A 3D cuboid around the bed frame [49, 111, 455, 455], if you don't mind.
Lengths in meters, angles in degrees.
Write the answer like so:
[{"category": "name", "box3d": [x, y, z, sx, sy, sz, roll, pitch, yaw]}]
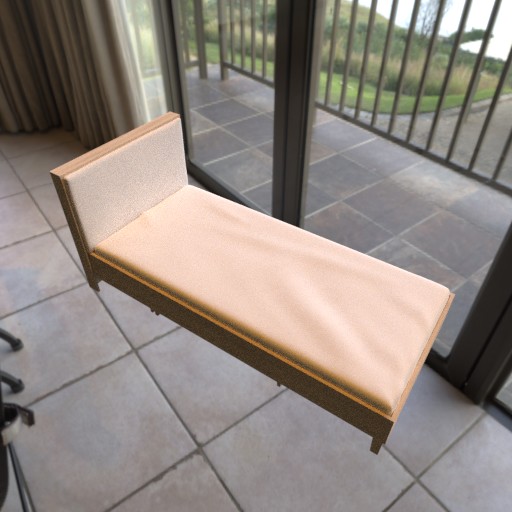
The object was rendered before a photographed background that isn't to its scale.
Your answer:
[{"category": "bed frame", "box3d": [0.000, 0.000, 2.650, 2.140, 0.920, 0.990, 24, 47, 25]}]
